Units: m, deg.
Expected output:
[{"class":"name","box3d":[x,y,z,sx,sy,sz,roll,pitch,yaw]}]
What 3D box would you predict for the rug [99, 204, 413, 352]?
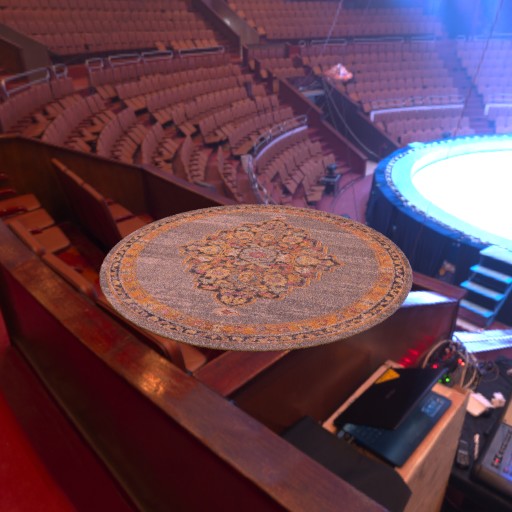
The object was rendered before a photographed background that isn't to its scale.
[{"class":"rug","box3d":[0.000,0.000,3.534,2.382,0.014,2.382,0,26,0]}]
